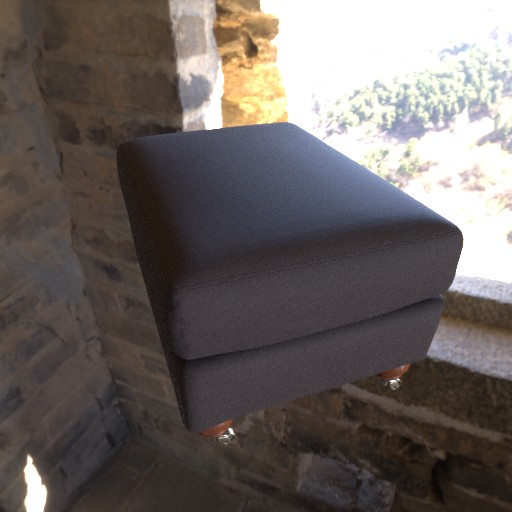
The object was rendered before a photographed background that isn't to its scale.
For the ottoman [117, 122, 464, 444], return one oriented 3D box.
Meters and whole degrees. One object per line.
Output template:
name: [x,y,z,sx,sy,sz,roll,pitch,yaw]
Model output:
ottoman: [0.000,0.000,1.121,0.574,0.497,0.773,-11,34,-17]
